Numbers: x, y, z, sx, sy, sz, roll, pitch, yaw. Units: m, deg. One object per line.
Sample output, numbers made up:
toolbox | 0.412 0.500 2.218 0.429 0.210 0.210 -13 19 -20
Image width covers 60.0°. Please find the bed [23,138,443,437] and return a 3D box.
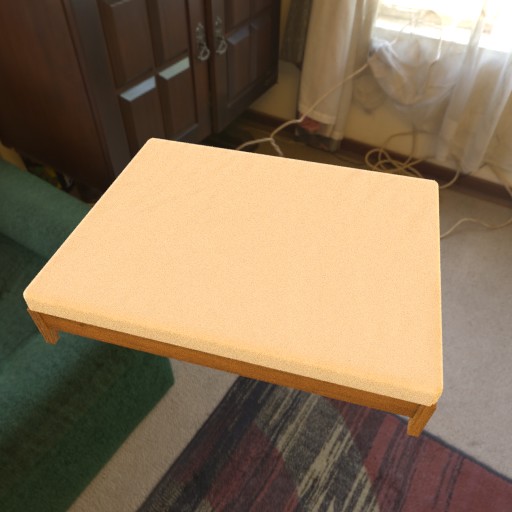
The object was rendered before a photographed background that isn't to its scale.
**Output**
bed | 0.000 0.000 2.655 2.016 0.431 1.536 11 47 11
